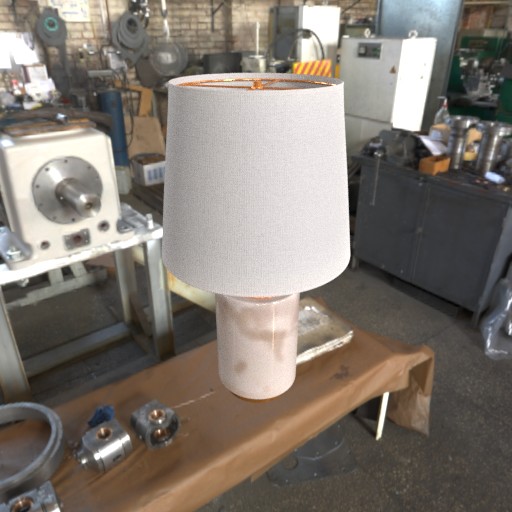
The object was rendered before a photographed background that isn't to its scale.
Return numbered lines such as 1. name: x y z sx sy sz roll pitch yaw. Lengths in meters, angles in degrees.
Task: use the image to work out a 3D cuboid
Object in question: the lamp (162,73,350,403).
1. lamp: 0.000 0.000 0.458 0.189 0.340 0.189 0 27 0
